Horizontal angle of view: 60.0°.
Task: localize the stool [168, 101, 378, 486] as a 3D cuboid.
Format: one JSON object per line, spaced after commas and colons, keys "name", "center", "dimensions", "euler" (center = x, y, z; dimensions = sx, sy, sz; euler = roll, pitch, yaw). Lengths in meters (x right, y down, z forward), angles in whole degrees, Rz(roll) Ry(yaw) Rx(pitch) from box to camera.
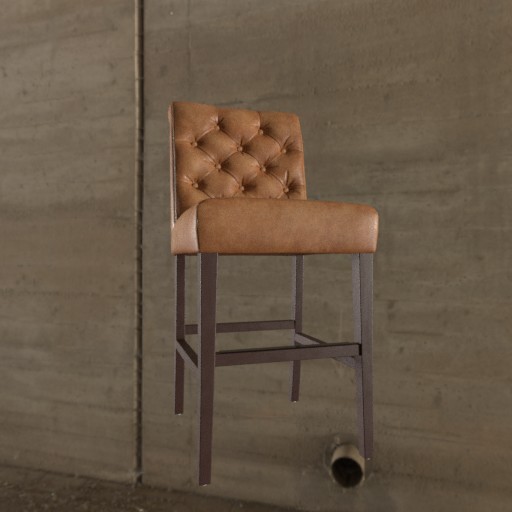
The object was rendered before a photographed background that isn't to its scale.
{"name": "stool", "center": [0.000, 0.000, 1.342], "dimensions": [0.493, 1.047, 0.601], "euler": [0, 0, -18]}
